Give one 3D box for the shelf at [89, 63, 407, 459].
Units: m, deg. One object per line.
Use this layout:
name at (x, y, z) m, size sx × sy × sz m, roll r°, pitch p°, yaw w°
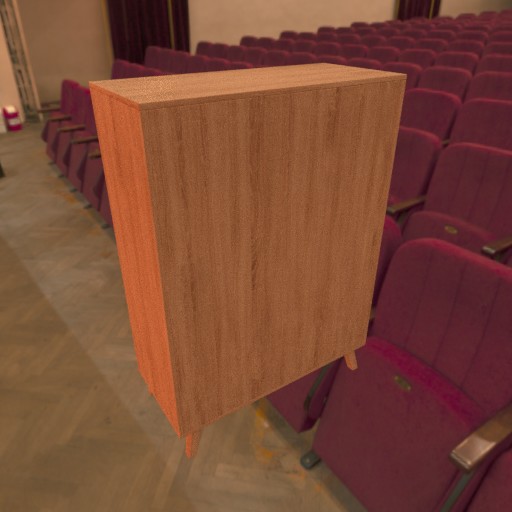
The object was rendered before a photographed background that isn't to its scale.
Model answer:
shelf at (0.000, 0.000, 1.847) m, size 1.000 × 1.390 × 0.450 m, roll -18°, pitch 34°, yaw -29°
